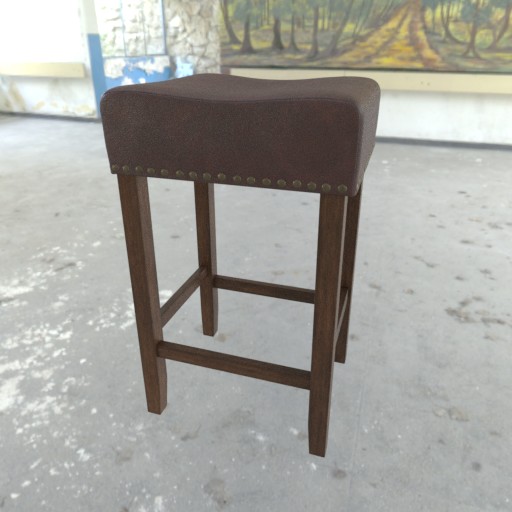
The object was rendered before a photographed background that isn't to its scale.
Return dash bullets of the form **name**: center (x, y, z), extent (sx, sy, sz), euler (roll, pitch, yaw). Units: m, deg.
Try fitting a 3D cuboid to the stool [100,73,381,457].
- **stool**: center (0.000, 0.000, 1.041), extent (0.465, 0.769, 0.401), euler (8, 27, 16)
